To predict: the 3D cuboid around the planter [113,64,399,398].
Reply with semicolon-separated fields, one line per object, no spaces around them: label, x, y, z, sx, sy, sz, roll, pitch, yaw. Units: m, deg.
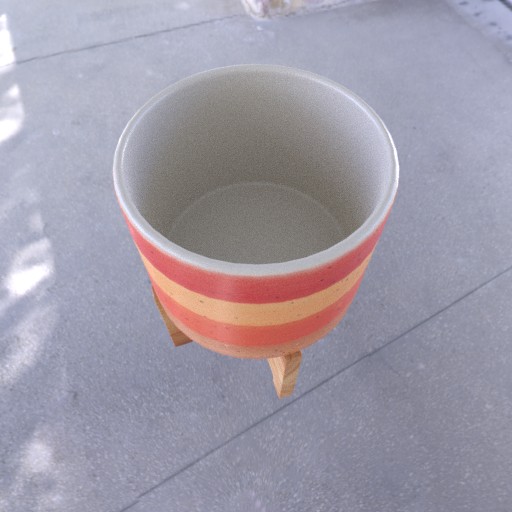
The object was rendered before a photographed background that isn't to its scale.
planter;0.000;0.000;0.409;0.199;0.268;0.199;0;58;0
